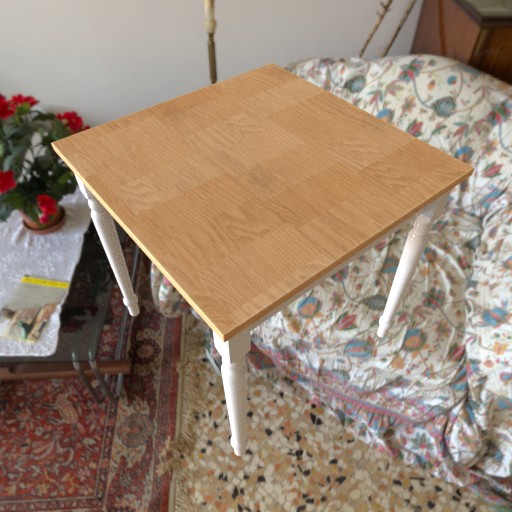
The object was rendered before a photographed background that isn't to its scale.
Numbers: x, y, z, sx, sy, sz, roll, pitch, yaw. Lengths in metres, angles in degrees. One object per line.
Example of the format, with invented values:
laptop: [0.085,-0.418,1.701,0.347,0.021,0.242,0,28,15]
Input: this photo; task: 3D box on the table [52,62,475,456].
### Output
table: [0.000,0.000,1.370,0.747,0.738,0.747,-31,54,-25]
